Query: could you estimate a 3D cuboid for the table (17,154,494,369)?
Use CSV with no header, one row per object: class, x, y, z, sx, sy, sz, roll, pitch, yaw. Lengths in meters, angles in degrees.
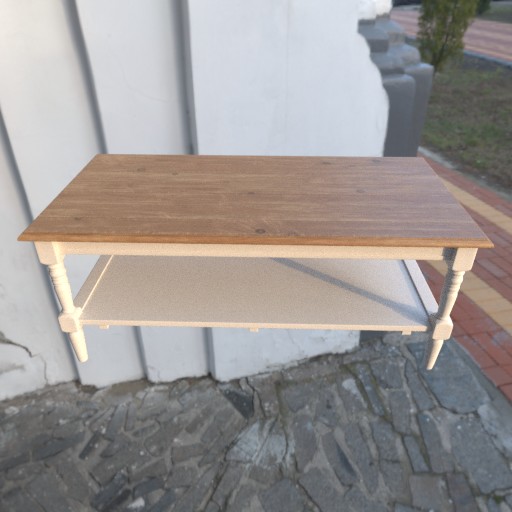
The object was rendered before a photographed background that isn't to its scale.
table,0.000,0.000,1.389,1.118,0.458,0.559,1,33,1
